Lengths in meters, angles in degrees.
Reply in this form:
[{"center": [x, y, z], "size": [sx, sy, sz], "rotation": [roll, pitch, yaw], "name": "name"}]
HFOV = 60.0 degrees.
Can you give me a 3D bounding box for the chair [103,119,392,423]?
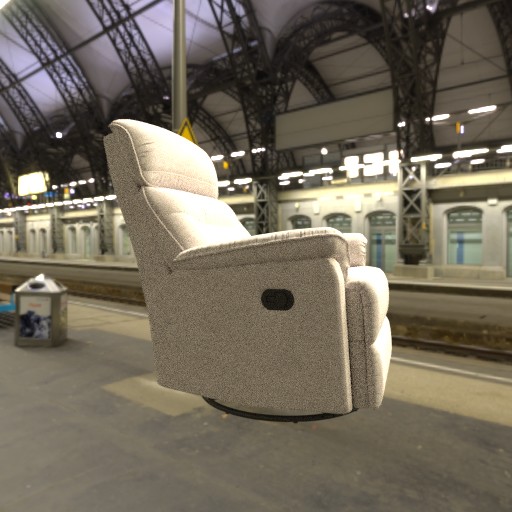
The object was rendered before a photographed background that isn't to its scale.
[{"center": [0.000, 0.000, 1.737], "size": [1.001, 1.039, 0.820], "rotation": [1, 2, 19], "name": "chair"}]
